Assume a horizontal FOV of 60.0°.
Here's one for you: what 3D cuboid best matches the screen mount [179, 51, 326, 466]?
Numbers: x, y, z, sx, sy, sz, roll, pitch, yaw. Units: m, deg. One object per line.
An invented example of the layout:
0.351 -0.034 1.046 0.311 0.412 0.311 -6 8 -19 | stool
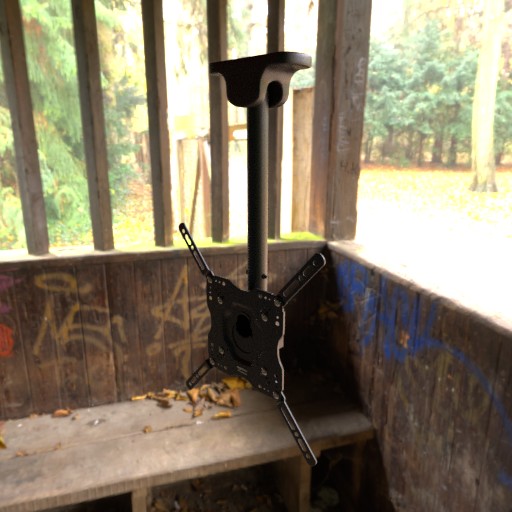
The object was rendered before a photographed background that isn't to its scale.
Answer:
0.000 0.000 0.890 0.393 0.729 0.090 15 21 42 | screen mount
